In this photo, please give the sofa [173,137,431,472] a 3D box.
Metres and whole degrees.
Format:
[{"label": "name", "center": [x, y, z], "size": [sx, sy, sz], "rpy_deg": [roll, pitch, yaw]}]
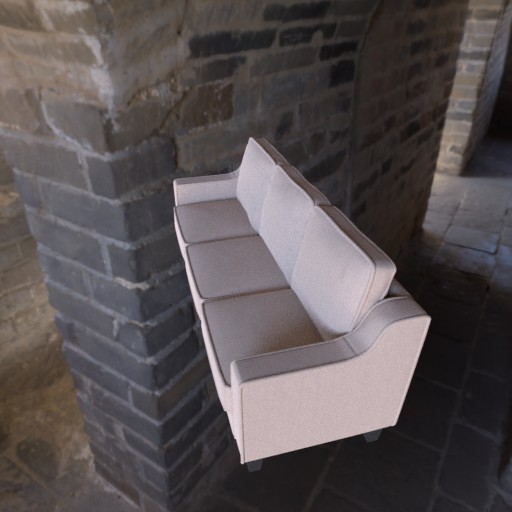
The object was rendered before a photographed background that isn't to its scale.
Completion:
[{"label": "sofa", "center": [0.000, 0.000, 2.594], "size": [0.791, 0.902, 2.131], "rpy_deg": [-8, 31, -13]}]
